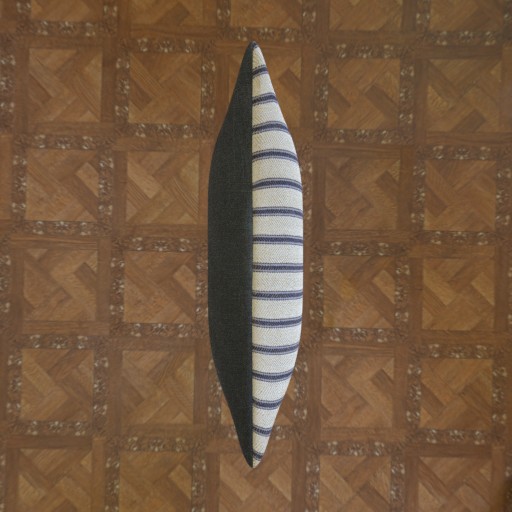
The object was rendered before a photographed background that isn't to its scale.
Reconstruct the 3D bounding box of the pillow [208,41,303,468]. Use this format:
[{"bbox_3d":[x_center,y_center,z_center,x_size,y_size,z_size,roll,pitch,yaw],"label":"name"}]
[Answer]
[{"bbox_3d":[0.000,0.000,0.694,0.138,0.444,0.468,0,90,0],"label":"pillow"}]
